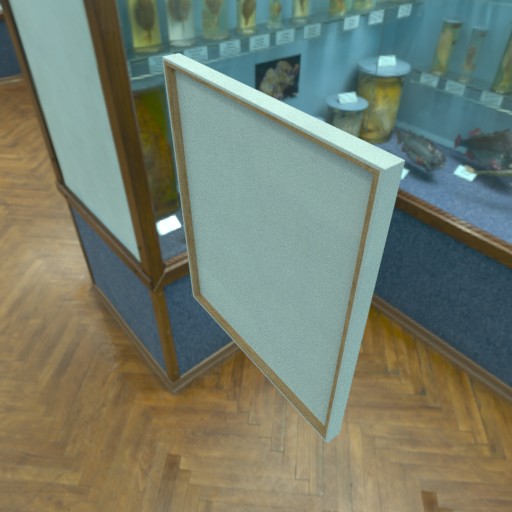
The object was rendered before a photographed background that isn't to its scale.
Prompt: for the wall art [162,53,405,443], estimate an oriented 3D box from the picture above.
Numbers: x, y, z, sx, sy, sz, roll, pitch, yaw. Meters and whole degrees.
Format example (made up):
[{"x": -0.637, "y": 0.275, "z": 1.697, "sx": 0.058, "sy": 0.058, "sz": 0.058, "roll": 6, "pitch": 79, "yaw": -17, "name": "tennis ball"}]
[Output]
[{"x": 0.000, "y": 0.000, "z": 0.839, "sx": 0.037, "sy": 0.606, "sz": 0.508, "roll": -26, "pitch": 47, "yaw": -28, "name": "wall art"}]
